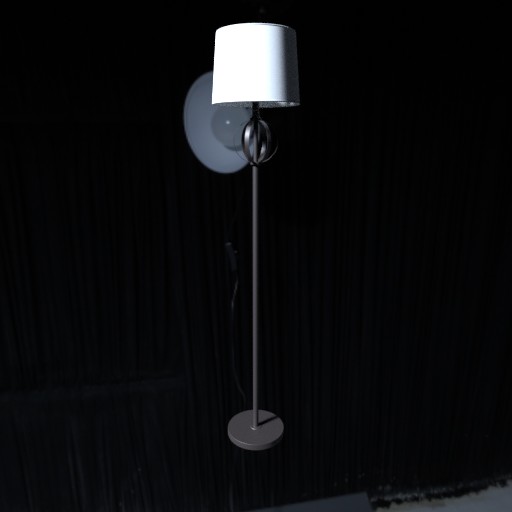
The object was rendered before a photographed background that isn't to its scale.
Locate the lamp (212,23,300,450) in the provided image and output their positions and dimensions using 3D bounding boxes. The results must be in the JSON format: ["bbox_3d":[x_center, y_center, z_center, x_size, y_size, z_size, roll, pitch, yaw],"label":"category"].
[{"bbox_3d":[0.000,0.000,1.594,0.286,1.462,0.286,-2,15,-9],"label":"lamp"}]
